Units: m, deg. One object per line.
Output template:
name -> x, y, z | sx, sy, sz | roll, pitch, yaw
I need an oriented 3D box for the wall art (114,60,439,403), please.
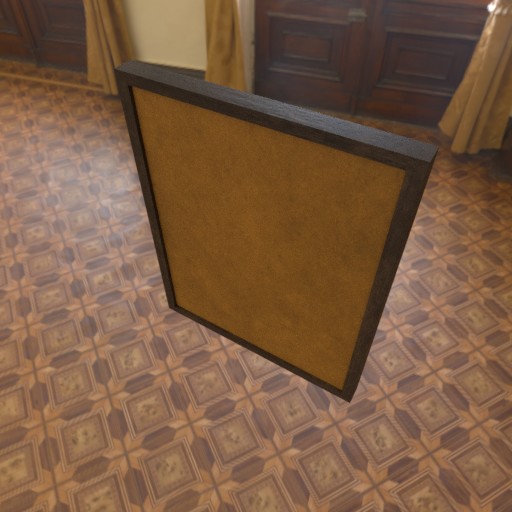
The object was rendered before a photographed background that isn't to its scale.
wall art -> 0.000, 0.000, 0.554 | 0.329, 0.406, 0.027 | 23, 50, 21
